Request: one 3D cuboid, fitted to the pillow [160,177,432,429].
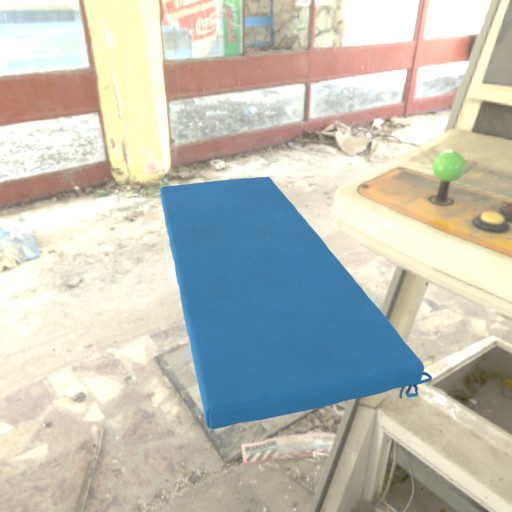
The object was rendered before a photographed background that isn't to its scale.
[{"bbox_3d":[0.000,0.000,1.343,0.492,0.081,1.187,-8,31,-13],"label":"pillow"}]
